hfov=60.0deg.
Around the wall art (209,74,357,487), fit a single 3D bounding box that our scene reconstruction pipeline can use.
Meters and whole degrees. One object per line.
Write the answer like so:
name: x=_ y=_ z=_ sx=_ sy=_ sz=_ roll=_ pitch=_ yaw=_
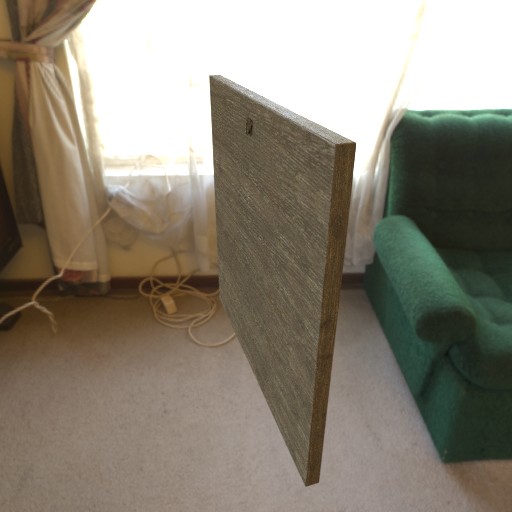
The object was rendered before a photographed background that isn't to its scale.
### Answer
wall art: x=0.000 y=0.000 z=0.673 sx=0.027 sy=0.459 sz=0.462 roll=-9 pitch=30 yaw=-16
